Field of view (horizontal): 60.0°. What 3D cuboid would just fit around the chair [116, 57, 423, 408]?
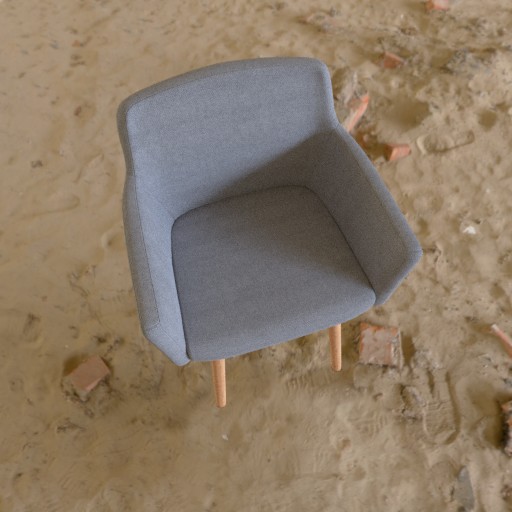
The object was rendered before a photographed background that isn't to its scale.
[{"bbox_3d":[0.000,0.000,1.147,0.570,0.780,0.540,-15,63,-8],"label":"chair"}]
